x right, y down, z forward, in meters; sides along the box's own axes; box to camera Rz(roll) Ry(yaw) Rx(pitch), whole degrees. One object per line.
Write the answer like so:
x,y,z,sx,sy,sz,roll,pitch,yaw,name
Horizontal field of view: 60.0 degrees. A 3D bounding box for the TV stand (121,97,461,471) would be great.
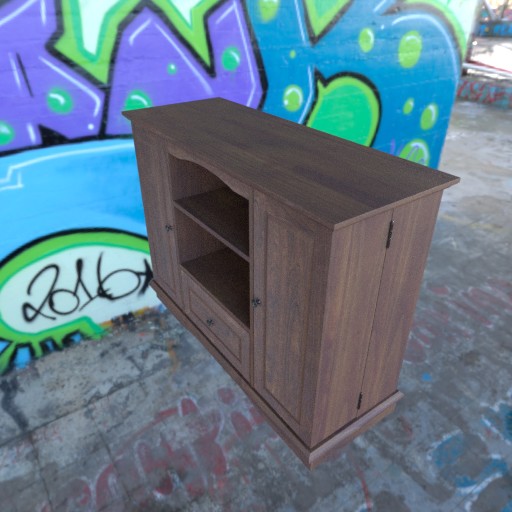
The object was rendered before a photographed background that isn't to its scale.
0.000,0.000,1.510,0.406,0.813,1.067,-21,37,-30,TV stand
